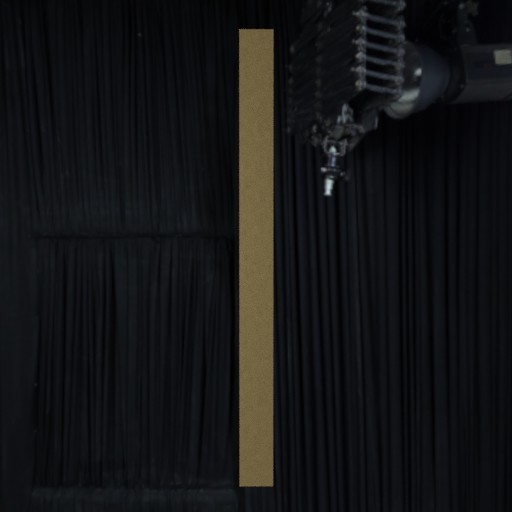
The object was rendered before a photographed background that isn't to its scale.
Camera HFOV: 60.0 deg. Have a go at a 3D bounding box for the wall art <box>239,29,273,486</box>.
[{"bbox_3d":[0.000,0.000,1.887,0.095,1.284,1.284,0,1,0],"label":"wall art"}]
